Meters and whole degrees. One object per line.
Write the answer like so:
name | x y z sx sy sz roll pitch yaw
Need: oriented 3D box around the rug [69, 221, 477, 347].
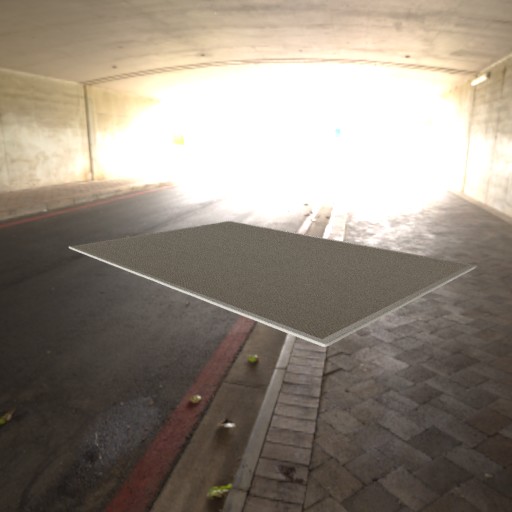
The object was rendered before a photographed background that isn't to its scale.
rug | 0.000 0.000 2.910 2.244 0.017 1.532 14 20 43
